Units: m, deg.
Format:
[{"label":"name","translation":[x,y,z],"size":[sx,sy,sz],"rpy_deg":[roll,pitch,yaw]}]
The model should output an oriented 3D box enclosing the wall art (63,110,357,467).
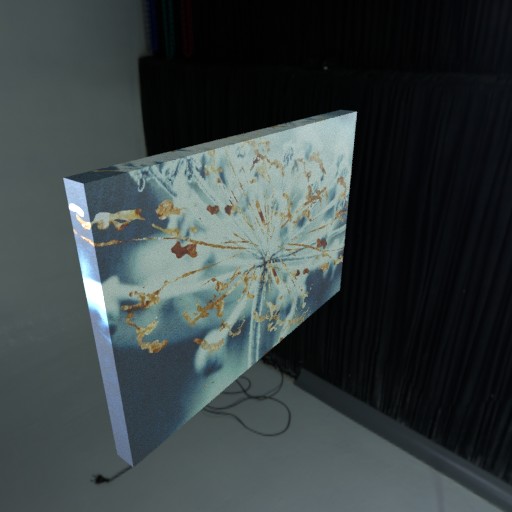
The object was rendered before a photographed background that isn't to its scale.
[{"label":"wall art","translation":[0.000,0.000,0.752],"size":[0.036,0.405,0.607],"rpy_deg":[18,32,33]}]
